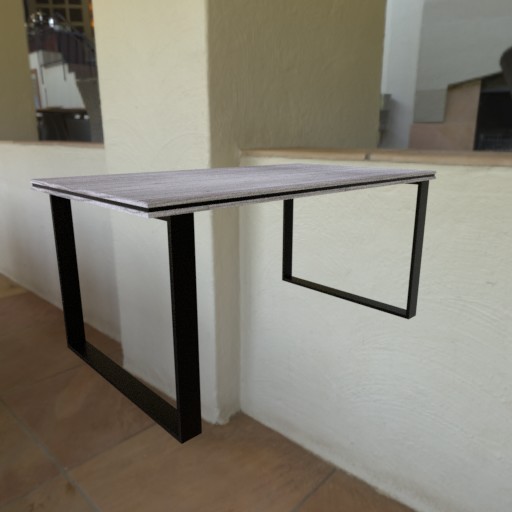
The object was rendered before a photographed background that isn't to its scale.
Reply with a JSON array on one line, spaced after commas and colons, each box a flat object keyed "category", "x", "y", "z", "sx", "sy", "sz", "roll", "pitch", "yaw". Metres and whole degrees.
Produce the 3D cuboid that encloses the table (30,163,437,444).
[{"category": "table", "x": 0.000, "y": 0.000, "z": 2.028, "sx": 1.579, "sy": 0.736, "sz": 0.881, "roll": -14, "pitch": 20, "yaw": -42}]
